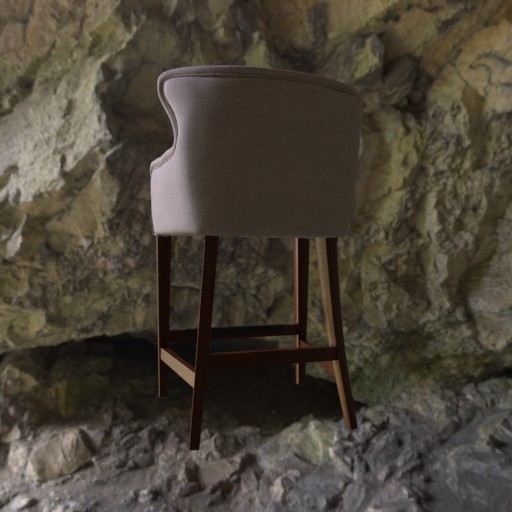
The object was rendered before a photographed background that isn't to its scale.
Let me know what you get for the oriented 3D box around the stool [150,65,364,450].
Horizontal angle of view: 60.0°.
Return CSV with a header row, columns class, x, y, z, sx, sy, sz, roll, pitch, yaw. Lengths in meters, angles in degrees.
class,x,y,z,sx,sy,sz,roll,pitch,yaw
stool,0.000,0.000,1.340,0.601,0.951,0.570,0,0,-17
